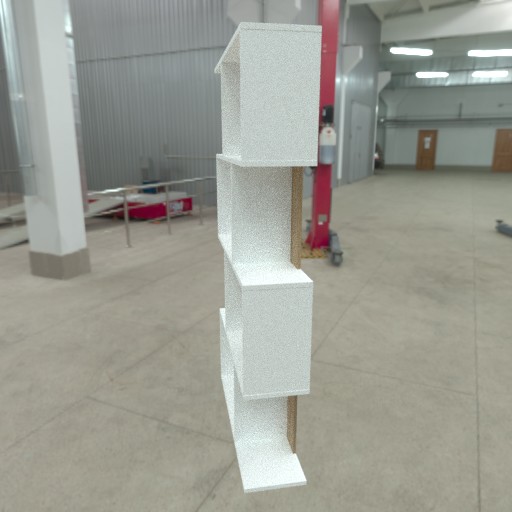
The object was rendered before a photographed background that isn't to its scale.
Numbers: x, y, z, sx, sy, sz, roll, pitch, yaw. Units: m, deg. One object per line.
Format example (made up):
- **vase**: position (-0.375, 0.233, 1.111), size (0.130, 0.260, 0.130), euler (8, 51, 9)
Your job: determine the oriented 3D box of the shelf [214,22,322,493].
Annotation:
- **shelf**: position (0.000, 0.000, 1.948), size (0.250, 1.650, 0.890), euler (-3, 15, -10)
